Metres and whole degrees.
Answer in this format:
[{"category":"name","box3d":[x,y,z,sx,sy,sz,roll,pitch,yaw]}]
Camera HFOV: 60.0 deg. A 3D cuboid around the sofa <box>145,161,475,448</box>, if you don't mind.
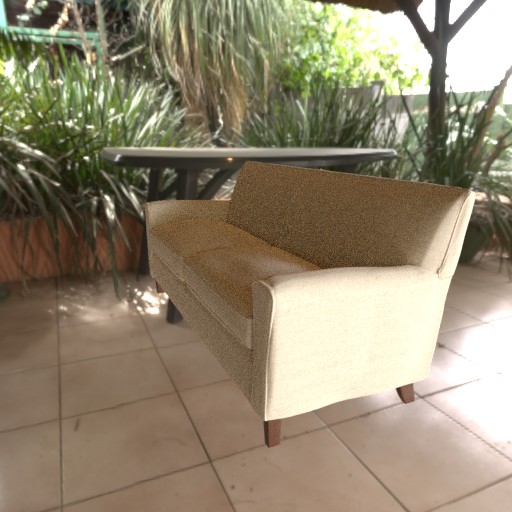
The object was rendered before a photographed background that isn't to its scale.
[{"category":"sofa","box3d":[0.000,0.000,2.414,0.841,0.907,2.001,-7,17,-24]}]
